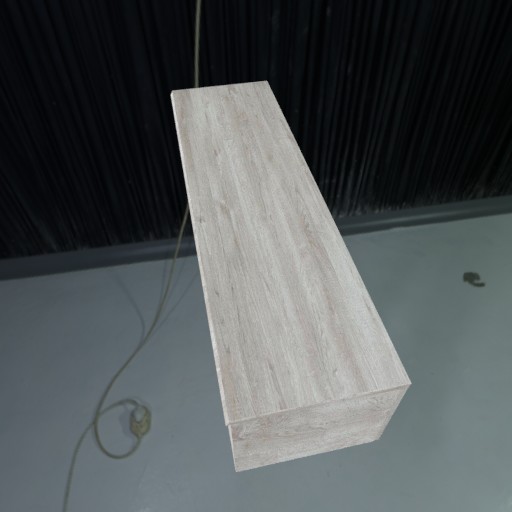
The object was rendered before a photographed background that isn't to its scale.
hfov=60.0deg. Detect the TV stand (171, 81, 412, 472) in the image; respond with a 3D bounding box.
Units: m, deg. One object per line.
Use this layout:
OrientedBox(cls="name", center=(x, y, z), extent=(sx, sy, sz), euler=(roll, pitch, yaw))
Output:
OrientedBox(cls="TV stand", center=(0.000, 0.000, 1.512), extent=(0.401, 0.565, 1.313), euler=(-9, 49, -8))
